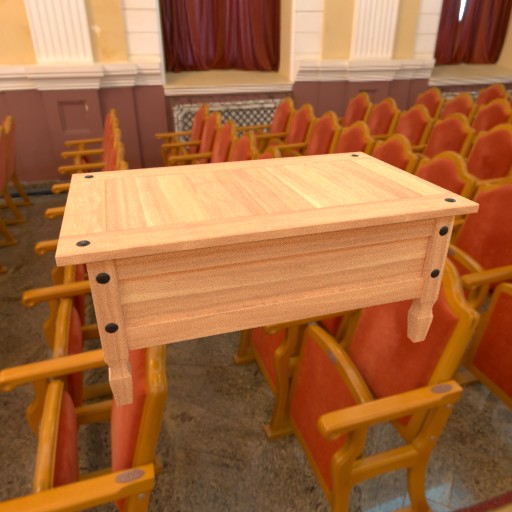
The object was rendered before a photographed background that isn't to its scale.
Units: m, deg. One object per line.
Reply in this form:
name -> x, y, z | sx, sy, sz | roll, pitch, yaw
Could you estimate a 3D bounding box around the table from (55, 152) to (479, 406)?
table -> 0.000, 0.000, 1.340 | 1.000, 0.437, 0.600 | -8, 27, -15
